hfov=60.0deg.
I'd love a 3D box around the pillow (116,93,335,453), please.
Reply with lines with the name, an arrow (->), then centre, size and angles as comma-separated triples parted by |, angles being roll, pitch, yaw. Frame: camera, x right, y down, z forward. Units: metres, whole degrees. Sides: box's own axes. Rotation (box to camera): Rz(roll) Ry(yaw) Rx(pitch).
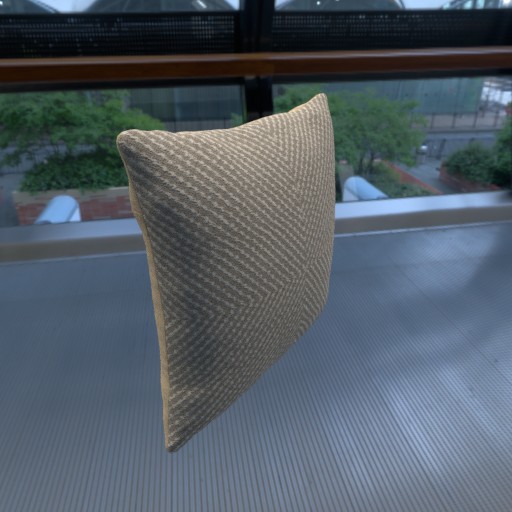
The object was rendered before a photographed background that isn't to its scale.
pillow -> 0.000, 0.000, 0.714 | 0.181, 0.458, 0.459 | 17, 31, 31
